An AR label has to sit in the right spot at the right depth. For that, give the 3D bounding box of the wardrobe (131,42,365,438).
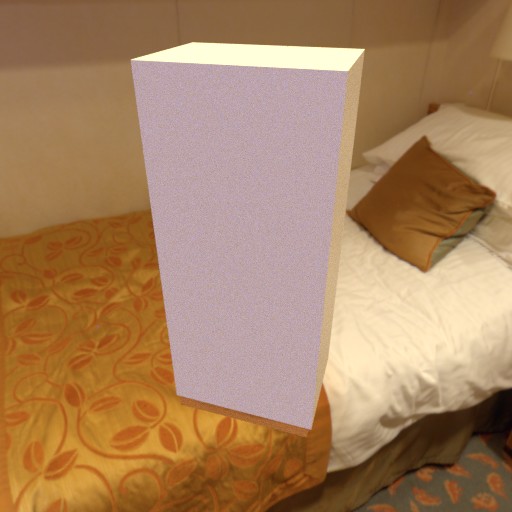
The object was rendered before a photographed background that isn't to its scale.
[{"bbox_3d":[0.000,0.000,2.440,0.860,2.040,0.600,9,33,15],"label":"wardrobe"}]
